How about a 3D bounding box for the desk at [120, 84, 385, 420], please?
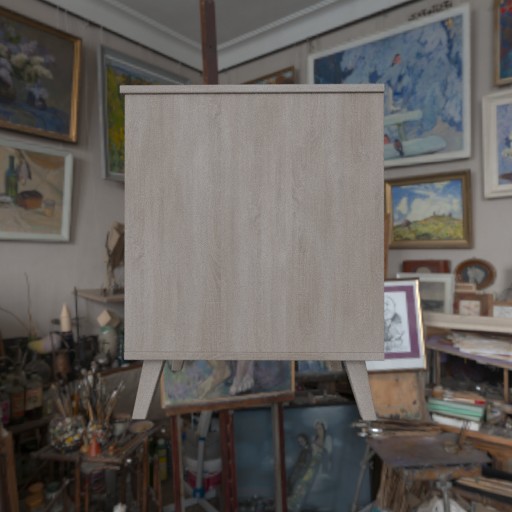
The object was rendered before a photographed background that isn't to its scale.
[{"bbox_3d":[0.000,0.000,1.626,0.600,0.770,1.251,0,0,1],"label":"desk"}]
